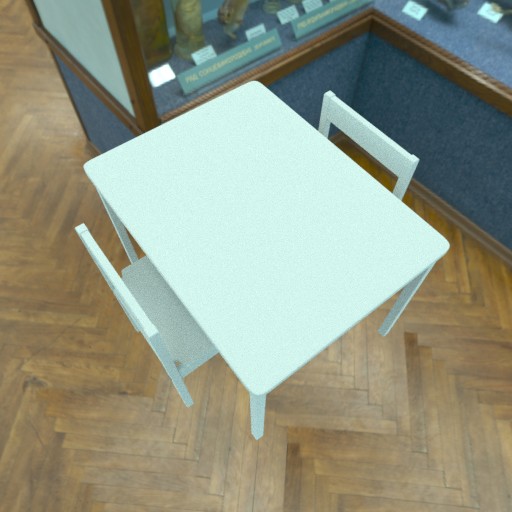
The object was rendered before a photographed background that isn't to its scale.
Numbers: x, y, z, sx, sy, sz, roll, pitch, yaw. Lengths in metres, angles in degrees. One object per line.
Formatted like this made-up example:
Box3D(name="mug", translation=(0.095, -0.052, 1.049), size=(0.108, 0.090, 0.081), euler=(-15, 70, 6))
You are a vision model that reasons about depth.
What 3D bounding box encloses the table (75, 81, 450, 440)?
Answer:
Box3D(name="table", translation=(0.000, 0.000, 1.120), size=(0.672, 0.503, 0.650), euler=(-33, 64, -19))
